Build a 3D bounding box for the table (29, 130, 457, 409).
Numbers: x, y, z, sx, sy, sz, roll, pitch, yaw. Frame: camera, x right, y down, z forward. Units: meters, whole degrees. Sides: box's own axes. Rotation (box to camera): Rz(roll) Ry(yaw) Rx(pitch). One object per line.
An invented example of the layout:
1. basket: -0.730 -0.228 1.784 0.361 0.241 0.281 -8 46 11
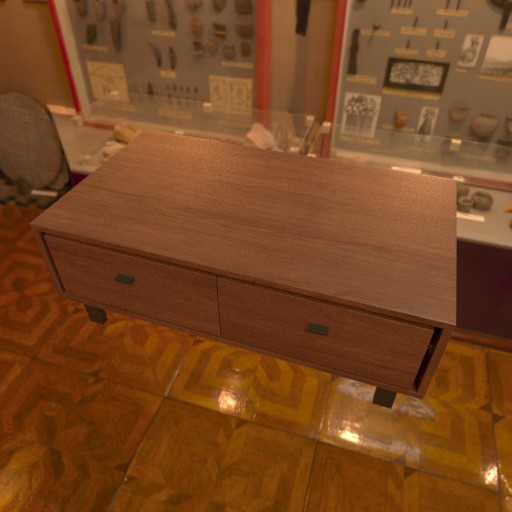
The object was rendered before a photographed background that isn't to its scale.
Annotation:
1. table: 0.000 0.000 1.316 1.020 0.380 0.600 13 42 14
